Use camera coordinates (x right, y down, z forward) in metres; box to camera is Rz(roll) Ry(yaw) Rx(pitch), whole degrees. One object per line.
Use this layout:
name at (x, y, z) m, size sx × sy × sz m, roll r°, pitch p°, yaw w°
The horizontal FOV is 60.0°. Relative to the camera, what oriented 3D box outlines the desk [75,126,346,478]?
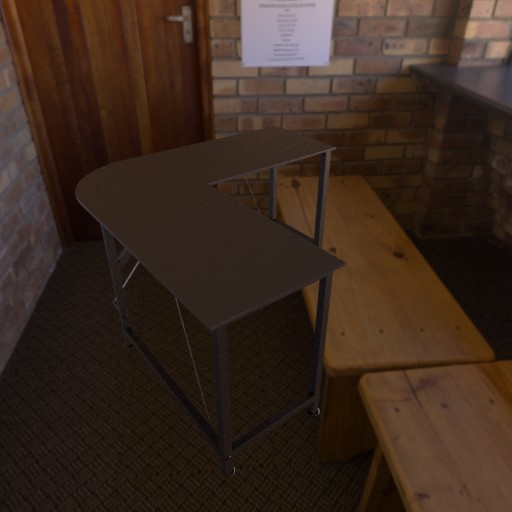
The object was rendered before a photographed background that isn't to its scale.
desk at (0.000, 0.000, 2.244) m, size 1.400 × 0.762 × 1.400 m, roll -22°, pitch 38°, yaw -31°
